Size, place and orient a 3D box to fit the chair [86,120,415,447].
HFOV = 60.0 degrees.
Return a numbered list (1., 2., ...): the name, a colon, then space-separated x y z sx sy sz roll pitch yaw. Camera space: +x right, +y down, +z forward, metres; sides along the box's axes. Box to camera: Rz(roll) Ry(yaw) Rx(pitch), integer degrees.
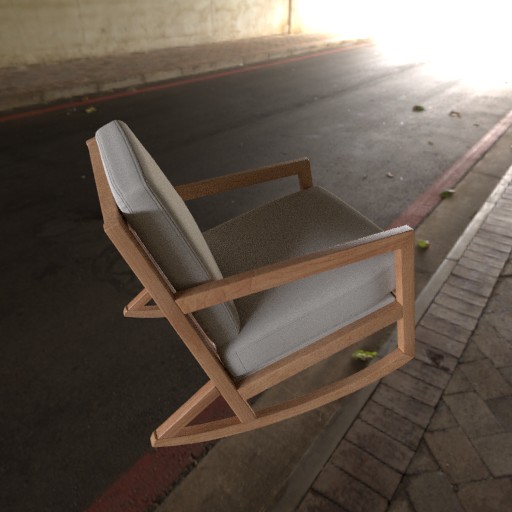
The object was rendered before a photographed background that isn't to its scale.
1. chair: 0.000 0.000 1.387 0.857 0.790 0.622 -11 33 -18
